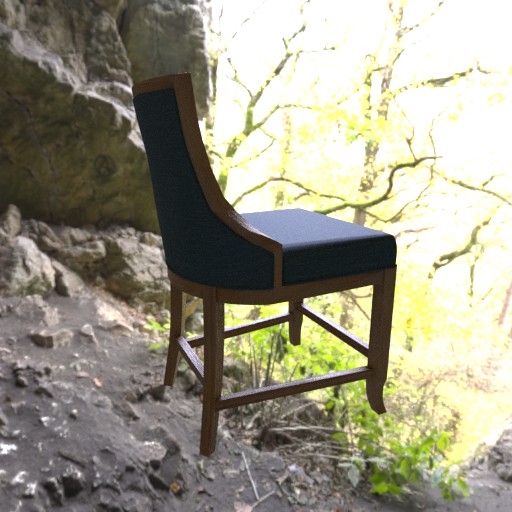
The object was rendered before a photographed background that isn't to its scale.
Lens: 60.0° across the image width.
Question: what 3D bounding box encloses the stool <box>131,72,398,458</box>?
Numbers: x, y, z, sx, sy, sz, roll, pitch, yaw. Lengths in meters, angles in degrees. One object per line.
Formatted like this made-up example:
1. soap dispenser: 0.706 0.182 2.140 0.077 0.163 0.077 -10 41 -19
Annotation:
1. stool: 0.000 0.000 1.308 0.626 0.938 0.524 -8 18 -25
